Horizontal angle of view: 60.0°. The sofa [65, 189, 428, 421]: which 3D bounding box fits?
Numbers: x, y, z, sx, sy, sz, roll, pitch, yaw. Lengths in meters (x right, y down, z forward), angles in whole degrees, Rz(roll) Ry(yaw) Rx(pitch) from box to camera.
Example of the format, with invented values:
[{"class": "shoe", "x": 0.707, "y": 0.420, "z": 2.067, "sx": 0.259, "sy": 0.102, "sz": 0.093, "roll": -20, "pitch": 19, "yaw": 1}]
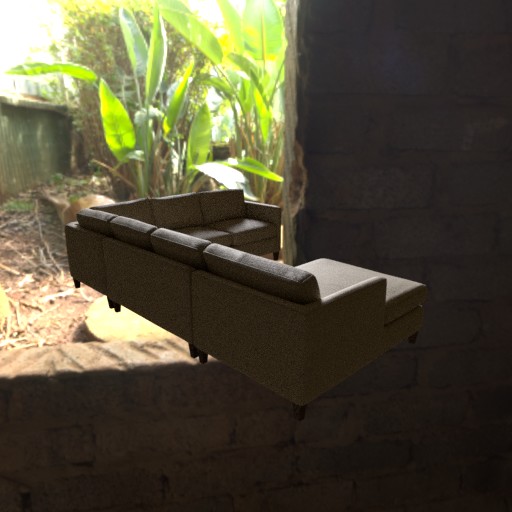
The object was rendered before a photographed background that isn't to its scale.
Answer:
[{"class": "sofa", "x": 0.000, "y": 0.000, "z": 4.604, "sx": 2.593, "sy": 0.959, "sz": 3.460, "roll": -15, "pitch": 22, "yaw": -42}]
